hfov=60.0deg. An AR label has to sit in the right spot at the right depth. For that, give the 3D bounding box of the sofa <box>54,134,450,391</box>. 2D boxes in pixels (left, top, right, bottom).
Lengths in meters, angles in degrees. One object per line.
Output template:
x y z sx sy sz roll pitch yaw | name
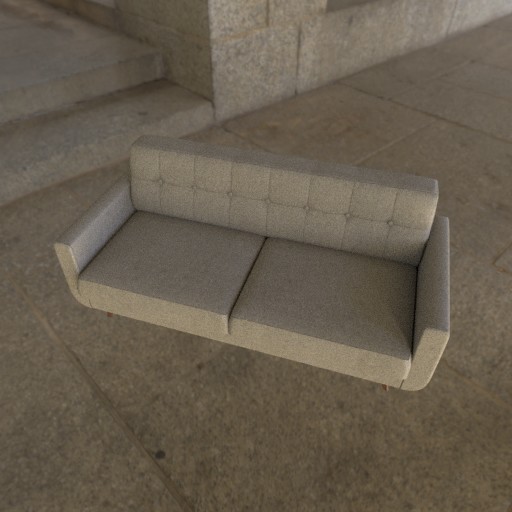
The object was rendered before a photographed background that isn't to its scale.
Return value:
0.000 0.000 2.572 2.055 0.873 0.968 12 43 13 | sofa
